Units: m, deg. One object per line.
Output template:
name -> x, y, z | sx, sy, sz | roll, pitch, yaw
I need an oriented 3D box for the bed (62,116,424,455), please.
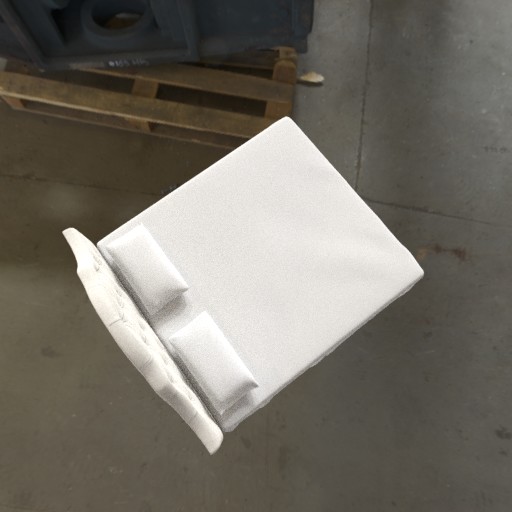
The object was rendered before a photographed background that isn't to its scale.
bed -> 0.000, 0.000, 3.576 | 2.214, 1.615, 2.008 | -36, 78, -9
